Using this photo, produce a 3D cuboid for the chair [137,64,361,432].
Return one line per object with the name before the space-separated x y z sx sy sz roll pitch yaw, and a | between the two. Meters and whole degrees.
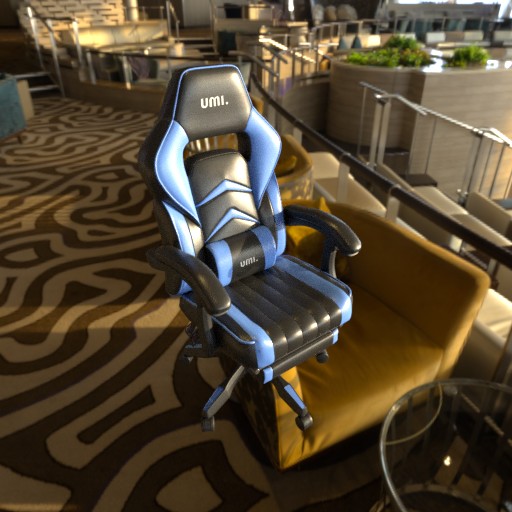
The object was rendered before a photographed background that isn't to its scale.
chair | 0.000 0.000 1.676 0.700 1.280 0.700 -21 37 -31
